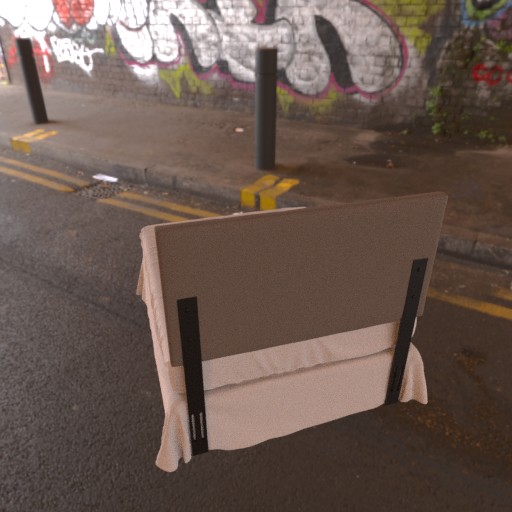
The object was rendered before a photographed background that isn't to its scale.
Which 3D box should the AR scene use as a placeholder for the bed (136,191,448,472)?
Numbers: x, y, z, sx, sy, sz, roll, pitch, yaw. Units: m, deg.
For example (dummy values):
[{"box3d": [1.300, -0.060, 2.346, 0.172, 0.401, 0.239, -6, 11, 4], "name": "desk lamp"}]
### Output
[{"box3d": [0.000, 0.000, 3.485, 1.936, 1.577, 2.222, -8, 30, -15], "name": "bed"}]
